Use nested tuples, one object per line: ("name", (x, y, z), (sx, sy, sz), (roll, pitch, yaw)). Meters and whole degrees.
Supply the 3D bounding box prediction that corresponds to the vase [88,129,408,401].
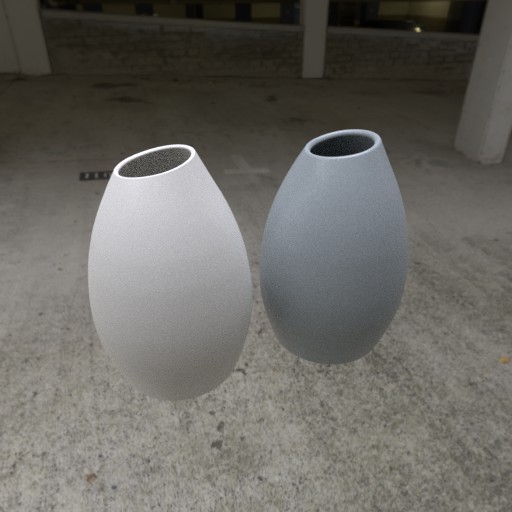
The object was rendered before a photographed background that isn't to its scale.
("vase", (0.000, 0.000, 0.255), (0.187, 0.131, 0.089), (-9, 33, -14))
